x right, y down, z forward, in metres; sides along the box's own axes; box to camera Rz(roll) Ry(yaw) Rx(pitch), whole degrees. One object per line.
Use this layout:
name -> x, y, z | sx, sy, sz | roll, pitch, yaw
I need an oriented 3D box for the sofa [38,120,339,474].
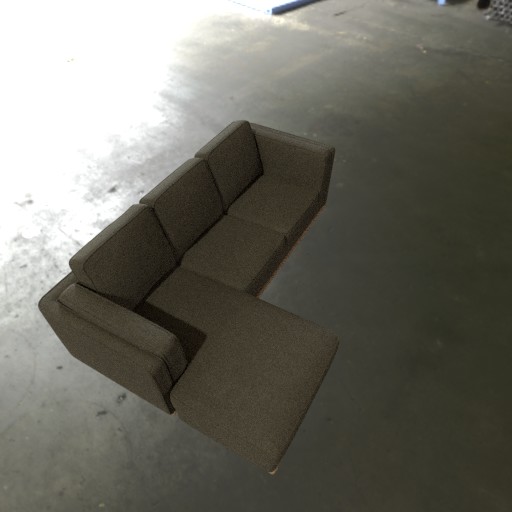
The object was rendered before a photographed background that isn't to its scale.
sofa -> 0.000, 0.000, 3.179 | 1.604, 0.929, 2.411 | 22, 50, 20
